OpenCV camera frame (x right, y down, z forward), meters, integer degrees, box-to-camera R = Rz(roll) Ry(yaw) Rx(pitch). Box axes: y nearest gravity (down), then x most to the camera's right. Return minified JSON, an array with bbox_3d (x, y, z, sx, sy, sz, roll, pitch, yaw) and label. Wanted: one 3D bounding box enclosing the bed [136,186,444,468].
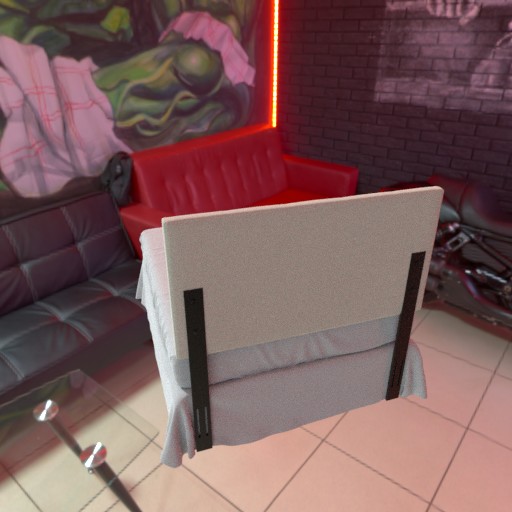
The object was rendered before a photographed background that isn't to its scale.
[{"bbox_3d":[0.000,0.000,3.541,1.936,1.577,2.222,-8,28,-17],"label":"bed"}]
